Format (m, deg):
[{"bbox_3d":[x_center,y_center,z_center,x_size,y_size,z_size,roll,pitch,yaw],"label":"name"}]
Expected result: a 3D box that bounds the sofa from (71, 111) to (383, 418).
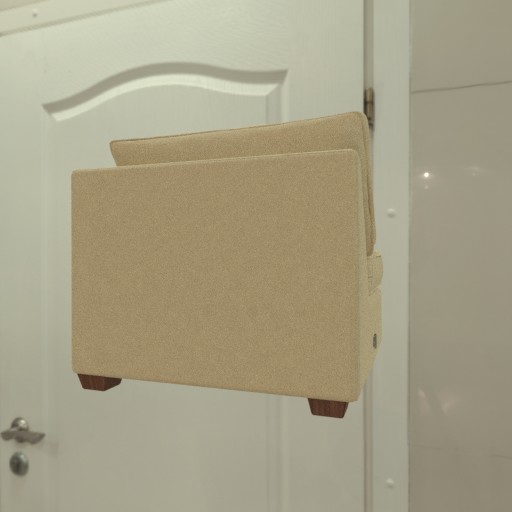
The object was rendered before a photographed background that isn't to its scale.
[{"bbox_3d":[0.000,0.000,2.013,1.084,1.002,1.146,0,0,19],"label":"sofa"}]
